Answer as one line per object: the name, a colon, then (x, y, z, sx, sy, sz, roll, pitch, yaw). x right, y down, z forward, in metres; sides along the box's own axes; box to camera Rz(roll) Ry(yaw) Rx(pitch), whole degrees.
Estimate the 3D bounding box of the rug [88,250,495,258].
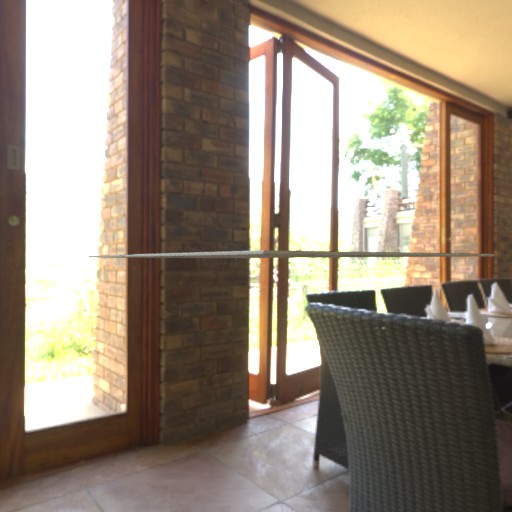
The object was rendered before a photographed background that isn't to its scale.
rug: (0.000, 0.000, 2.840, 1.514, 0.014, 2.275, 0, -1, -35)
